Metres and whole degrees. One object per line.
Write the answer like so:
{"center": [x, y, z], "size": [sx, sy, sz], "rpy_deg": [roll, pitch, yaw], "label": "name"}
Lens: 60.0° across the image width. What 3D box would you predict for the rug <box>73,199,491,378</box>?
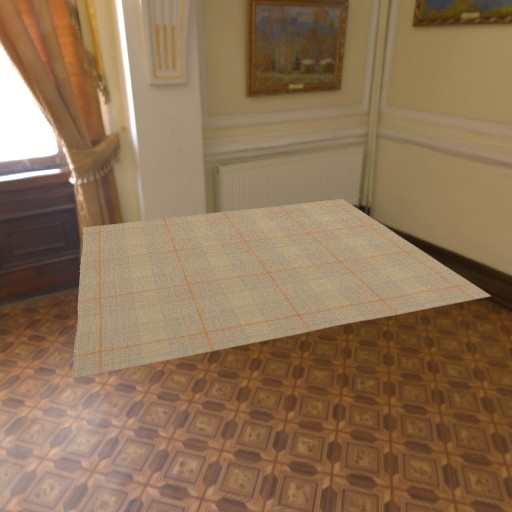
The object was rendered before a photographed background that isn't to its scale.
{"center": [0.000, 0.000, 4.066], "size": [3.051, 0.021, 2.448], "rpy_deg": [-8, 27, -16], "label": "rug"}
